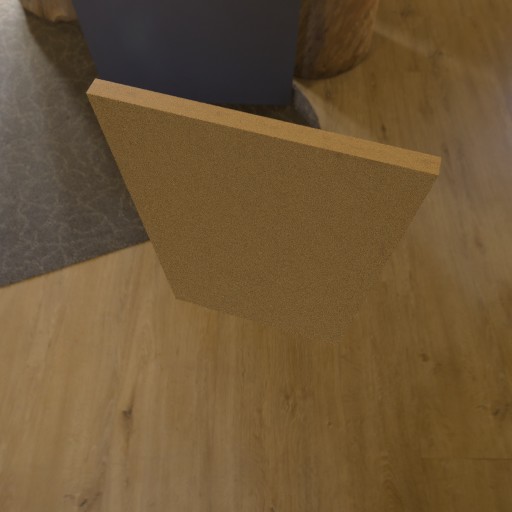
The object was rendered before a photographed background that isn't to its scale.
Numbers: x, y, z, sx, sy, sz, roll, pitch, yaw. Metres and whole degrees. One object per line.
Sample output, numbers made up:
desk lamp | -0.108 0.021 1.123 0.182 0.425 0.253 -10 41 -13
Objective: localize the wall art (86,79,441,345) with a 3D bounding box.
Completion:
wall art | 0.000 0.000 0.978 0.510 0.810 0.039 15 65 7
